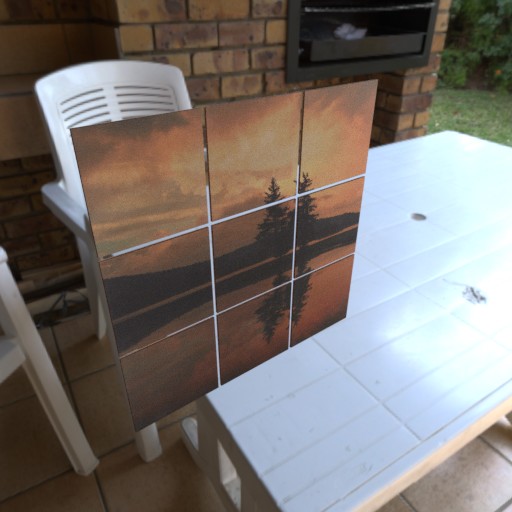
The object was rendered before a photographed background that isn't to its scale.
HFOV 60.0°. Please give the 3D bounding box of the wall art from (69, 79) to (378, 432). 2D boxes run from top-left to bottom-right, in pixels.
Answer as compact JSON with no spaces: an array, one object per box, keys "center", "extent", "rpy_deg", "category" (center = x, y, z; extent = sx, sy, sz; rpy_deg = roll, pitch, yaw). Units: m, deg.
[{"center":[0.000,0.000,2.232],"extent":[1.520,1.525,0.013],"rpy_deg":[-21,37,-31],"category":"wall art"}]
